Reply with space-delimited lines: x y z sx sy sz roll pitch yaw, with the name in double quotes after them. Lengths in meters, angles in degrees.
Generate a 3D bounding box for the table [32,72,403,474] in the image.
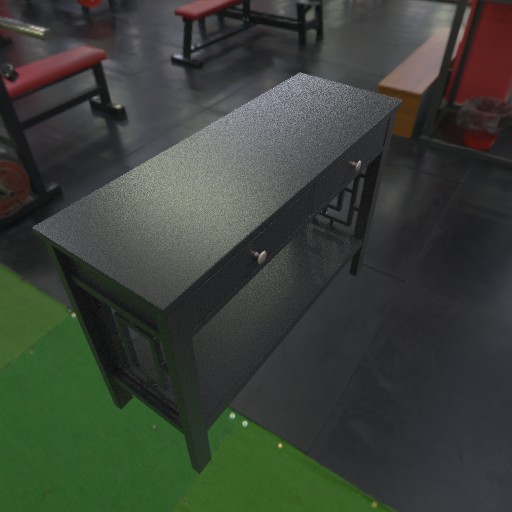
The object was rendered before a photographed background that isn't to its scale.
0.000 0.000 1.424 0.397 0.753 1.068 26 49 25 "table"
